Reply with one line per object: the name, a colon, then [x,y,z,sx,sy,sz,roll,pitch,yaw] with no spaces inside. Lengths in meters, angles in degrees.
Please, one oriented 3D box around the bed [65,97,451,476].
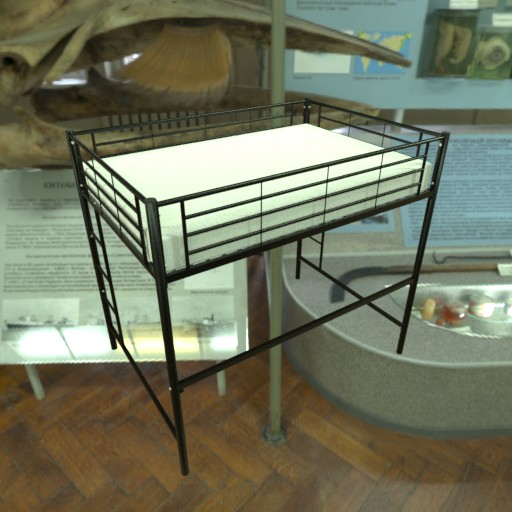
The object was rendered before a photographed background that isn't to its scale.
bed: [0.000,0.000,3.219,1.994,1.803,1.397,-18,35,-29]
